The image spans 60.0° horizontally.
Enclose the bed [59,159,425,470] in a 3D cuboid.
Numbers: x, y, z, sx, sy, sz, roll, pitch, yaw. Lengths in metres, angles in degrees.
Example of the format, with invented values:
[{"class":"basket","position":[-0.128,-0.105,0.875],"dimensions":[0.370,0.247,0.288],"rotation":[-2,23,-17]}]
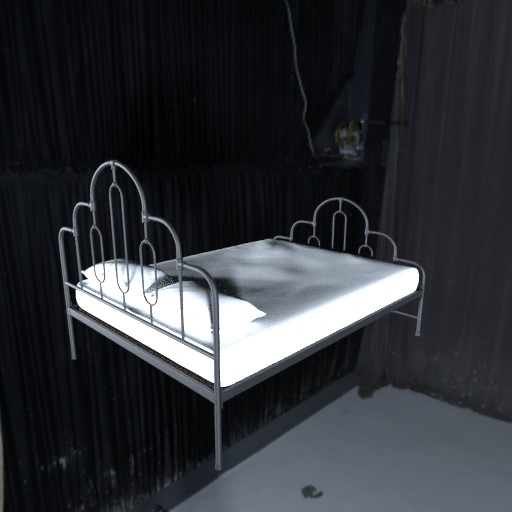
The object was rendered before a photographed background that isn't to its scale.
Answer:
[{"class":"bed","position":[0.000,0.000,3.227],"dimensions":[1.640,1.429,2.163],"rotation":[14,20,43]}]
